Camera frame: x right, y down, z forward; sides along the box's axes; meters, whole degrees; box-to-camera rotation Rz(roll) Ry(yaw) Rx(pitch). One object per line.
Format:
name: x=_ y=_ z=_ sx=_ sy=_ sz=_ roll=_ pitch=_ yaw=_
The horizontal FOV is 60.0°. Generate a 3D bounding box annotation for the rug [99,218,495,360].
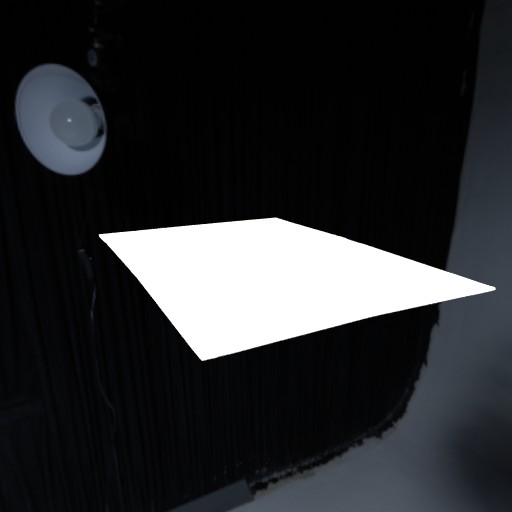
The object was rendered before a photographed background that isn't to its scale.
rug: x=0.000 y=0.000 z=3.635 sx=2.032 sy=0.038 sz=2.869 roll=-8 pitch=17 yaw=-26
